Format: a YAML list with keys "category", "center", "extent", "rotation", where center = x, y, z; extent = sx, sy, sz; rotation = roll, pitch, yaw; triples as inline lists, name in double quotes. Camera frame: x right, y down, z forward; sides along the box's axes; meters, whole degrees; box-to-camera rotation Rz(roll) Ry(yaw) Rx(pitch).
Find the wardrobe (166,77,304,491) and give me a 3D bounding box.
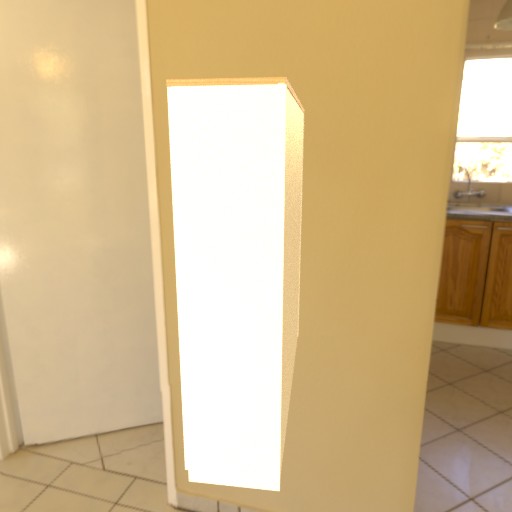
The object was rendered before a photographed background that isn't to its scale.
- category: "wardrobe"
  center: [0.000, 0.000, 3.379]
  extent: [0.590, 2.260, 2.160]
  rotation: [2, 15, 8]
